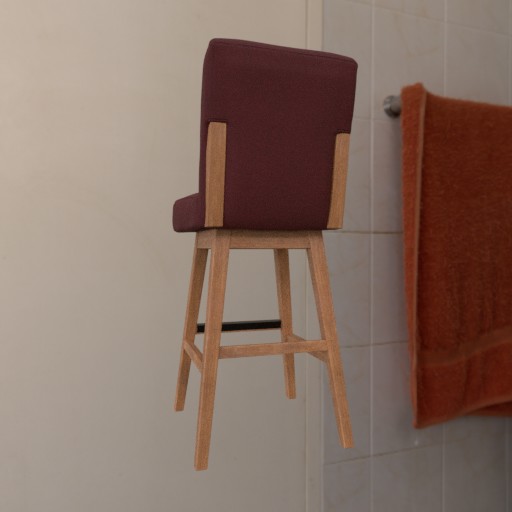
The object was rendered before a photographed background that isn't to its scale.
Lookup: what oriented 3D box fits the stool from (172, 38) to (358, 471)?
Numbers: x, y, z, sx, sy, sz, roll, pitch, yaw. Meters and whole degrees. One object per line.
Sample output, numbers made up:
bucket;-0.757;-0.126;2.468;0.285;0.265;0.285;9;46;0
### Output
stool;0.000;0.000;1.396;0.468;1.093;0.562;0;1;-17
